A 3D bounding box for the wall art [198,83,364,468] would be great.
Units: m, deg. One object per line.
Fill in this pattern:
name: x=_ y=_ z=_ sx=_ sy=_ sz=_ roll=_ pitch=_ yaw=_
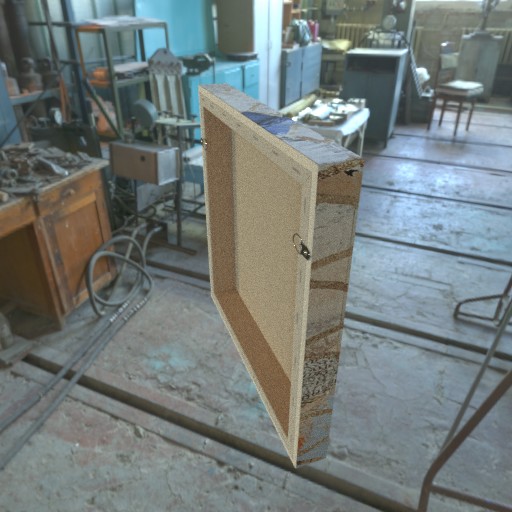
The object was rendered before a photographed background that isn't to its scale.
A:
wall art: x=0.000 y=0.000 z=0.476 sx=0.036 sy=0.304 sz=0.303 roll=-11 pitch=32 yaw=-18
